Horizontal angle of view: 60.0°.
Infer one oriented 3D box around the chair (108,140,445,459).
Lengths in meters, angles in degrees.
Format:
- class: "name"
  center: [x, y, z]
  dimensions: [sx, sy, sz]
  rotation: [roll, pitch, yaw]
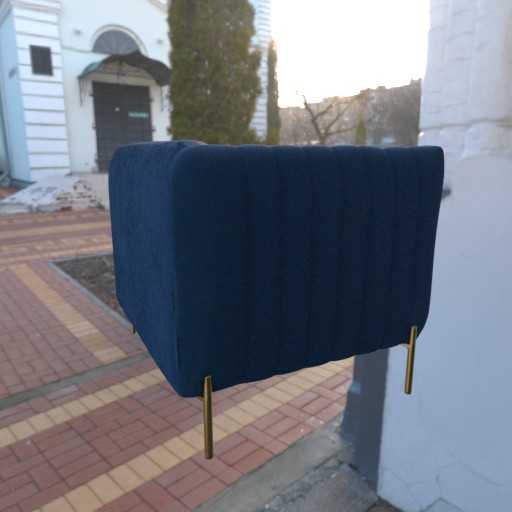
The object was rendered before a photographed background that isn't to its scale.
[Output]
- class: "chair"
  center: [0.000, 0.000, 1.596]
  dimensions: [0.877, 0.793, 0.947]
  rotation: [-7, 15, -26]
